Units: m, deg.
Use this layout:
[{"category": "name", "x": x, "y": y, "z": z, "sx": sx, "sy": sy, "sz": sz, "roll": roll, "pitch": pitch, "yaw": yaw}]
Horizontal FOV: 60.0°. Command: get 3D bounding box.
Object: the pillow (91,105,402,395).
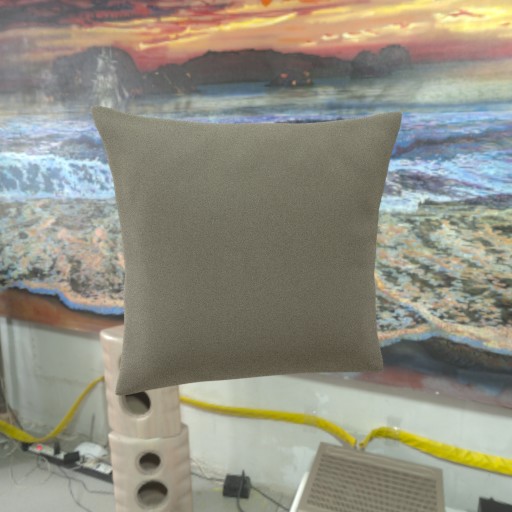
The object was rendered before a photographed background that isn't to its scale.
[{"category": "pillow", "x": 0.000, "y": 0.000, "z": 0.799, "sx": 0.526, "sy": 0.507, "sz": 0.166, "roll": -2, "pitch": 13, "yaw": -10}]
